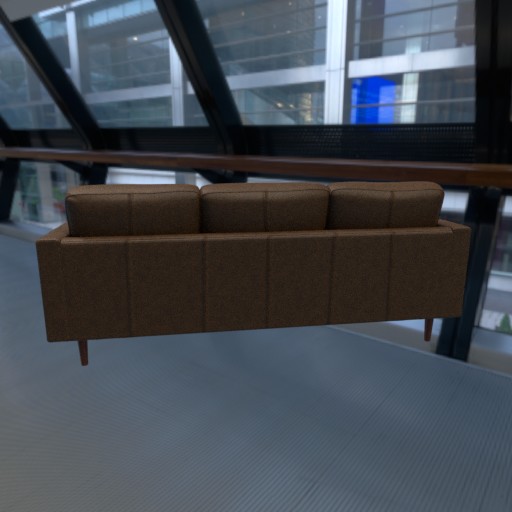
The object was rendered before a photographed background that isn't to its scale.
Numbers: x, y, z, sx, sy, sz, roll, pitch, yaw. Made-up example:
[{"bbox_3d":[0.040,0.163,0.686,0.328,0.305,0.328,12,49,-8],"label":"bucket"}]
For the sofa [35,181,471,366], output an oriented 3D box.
[{"bbox_3d":[0.000,0.000,2.718,2.231,0.930,0.903,-2,14,-9],"label":"sofa"}]
